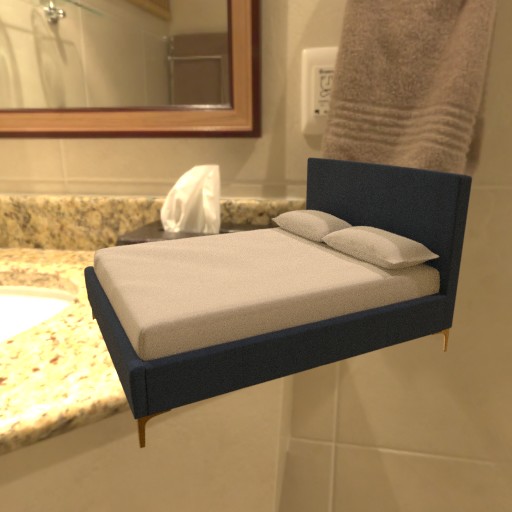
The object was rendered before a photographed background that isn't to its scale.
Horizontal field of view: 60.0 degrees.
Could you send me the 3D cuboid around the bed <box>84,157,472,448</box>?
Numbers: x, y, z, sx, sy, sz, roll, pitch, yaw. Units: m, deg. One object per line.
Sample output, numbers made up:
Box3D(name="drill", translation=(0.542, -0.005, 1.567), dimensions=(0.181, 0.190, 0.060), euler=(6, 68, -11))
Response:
Box3D(name="bed", translation=(0.000, 0.000, 3.174), dimensions=(2.172, 1.231, 1.723), euler=(-8, 18, -26))
